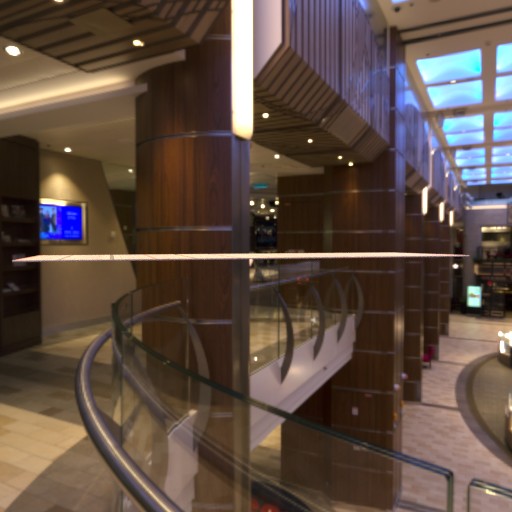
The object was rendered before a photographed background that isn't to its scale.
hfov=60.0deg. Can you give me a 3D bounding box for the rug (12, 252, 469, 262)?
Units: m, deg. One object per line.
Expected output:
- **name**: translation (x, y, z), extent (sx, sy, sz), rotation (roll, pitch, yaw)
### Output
- **rug**: translation (0.000, 0.000, 2.630), extent (2.439, 0.008, 0.762), rotation (-1, 2, -18)
